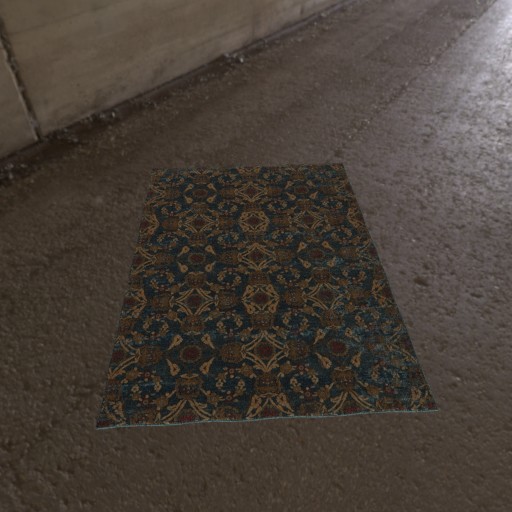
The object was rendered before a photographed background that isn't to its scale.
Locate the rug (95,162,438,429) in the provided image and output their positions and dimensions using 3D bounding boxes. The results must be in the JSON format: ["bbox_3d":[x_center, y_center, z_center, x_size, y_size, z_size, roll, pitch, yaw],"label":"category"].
[{"bbox_3d":[0.000,0.000,4.217,2.337,0.013,3.291,-2,43,-2],"label":"rug"}]
